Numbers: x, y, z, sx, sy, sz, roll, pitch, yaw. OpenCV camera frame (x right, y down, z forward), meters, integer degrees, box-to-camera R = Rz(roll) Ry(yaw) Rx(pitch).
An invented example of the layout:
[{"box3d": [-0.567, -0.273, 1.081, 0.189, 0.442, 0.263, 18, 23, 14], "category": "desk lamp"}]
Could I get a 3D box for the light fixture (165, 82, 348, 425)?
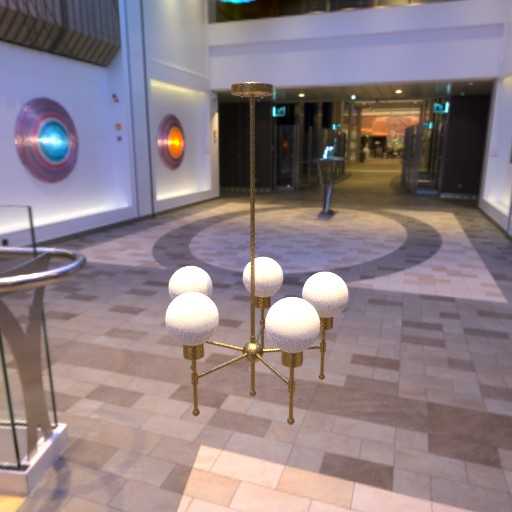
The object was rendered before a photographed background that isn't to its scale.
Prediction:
[{"box3d": [0.000, 0.000, 1.830, 0.815, 1.331, 0.785, -7, 16, -26], "category": "light fixture"}]
